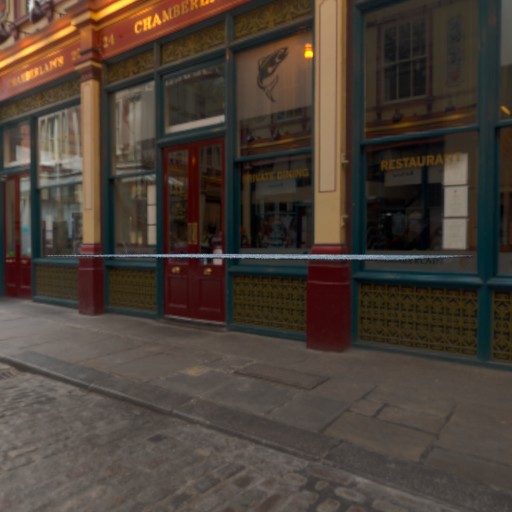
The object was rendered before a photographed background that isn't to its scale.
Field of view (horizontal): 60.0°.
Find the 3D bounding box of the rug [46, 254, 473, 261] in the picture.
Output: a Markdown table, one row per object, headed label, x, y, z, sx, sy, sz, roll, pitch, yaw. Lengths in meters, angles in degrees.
| label | x | y | z | sx | sy | sz | roll | pitch | yaw |
| --- | --- | --- | --- | --- | --- | --- | --- | --- | --- |
| rug | 0.000 | 0.000 | 2.274 | 1.828 | 0.005 | 1.219 | 0 | 1 | 35 |
